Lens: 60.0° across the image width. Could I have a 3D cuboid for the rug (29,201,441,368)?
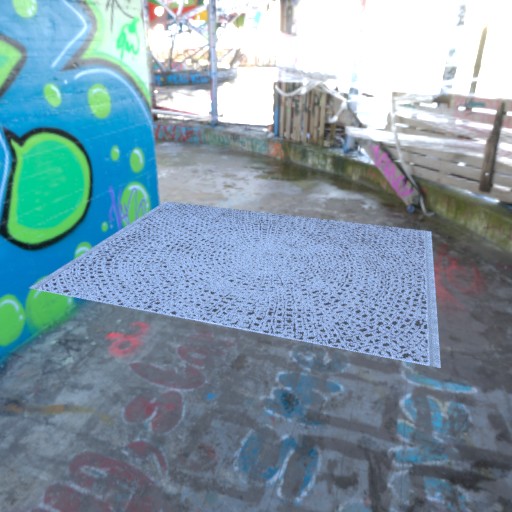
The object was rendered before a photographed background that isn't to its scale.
[{"bbox_3d":[0.000,0.000,2.155,1.634,0.003,1.190,8,27,16],"label":"rug"}]
